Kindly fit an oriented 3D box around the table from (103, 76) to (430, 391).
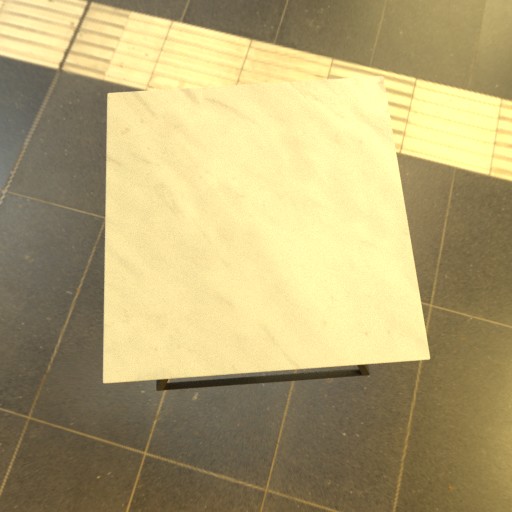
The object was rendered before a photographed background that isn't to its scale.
[{"bbox_3d":[0.000,0.000,0.805,0.455,0.431,0.455,-4,75,-1],"label":"table"}]
